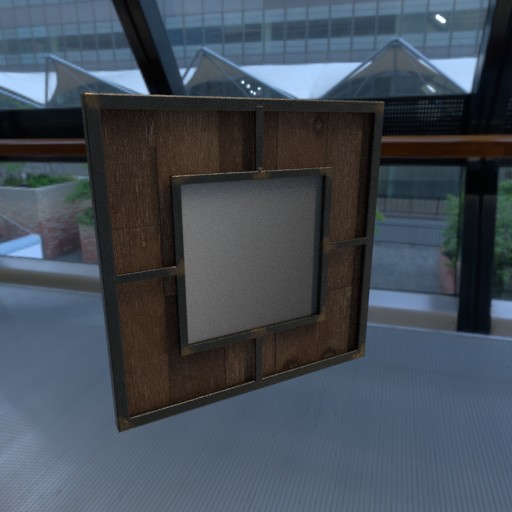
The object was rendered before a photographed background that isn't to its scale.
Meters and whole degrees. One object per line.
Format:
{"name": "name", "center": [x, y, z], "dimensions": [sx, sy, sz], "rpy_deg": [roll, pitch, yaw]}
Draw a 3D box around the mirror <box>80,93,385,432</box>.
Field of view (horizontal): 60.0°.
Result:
{"name": "mirror", "center": [0.000, 0.000, 0.567], "dimensions": [0.382, 0.381, 0.020], "rpy_deg": [-9, 19, -27]}
